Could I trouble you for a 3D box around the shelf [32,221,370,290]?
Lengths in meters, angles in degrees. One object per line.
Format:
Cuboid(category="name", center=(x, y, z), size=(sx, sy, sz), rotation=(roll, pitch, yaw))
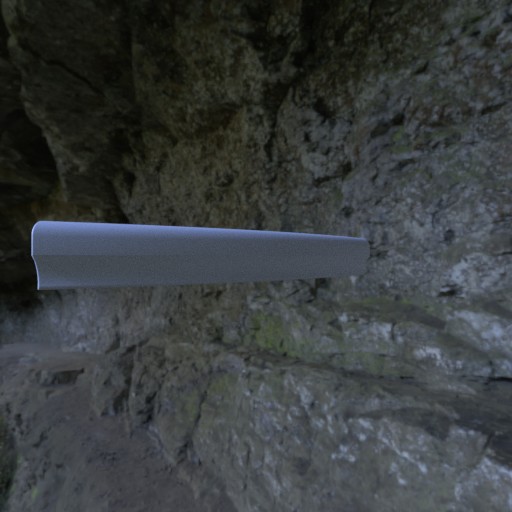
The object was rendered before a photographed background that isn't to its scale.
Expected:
Cuboid(category="shelf", center=(0.000, 0.000, 0.463), size=(0.310, 0.050, 0.310), rotation=(0, 0, 1))
